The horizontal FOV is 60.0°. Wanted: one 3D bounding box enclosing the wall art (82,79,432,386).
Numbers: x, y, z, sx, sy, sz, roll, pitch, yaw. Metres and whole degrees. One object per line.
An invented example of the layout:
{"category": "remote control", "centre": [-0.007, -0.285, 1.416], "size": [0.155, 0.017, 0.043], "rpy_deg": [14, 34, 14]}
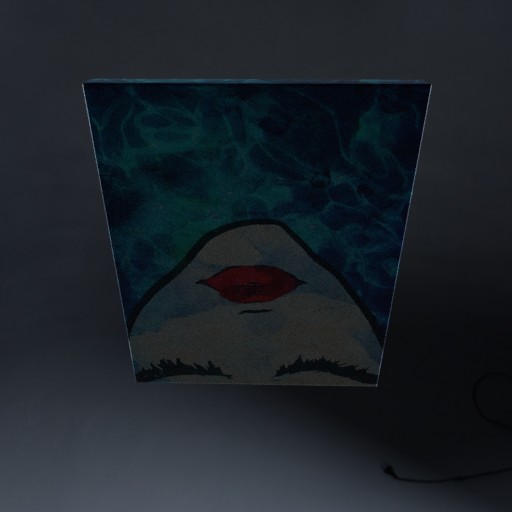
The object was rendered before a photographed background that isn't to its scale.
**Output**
{"category": "wall art", "centre": [0.000, 0.000, 0.687], "size": [0.432, 0.508, 0.038], "rpy_deg": [1, 29, 1]}
